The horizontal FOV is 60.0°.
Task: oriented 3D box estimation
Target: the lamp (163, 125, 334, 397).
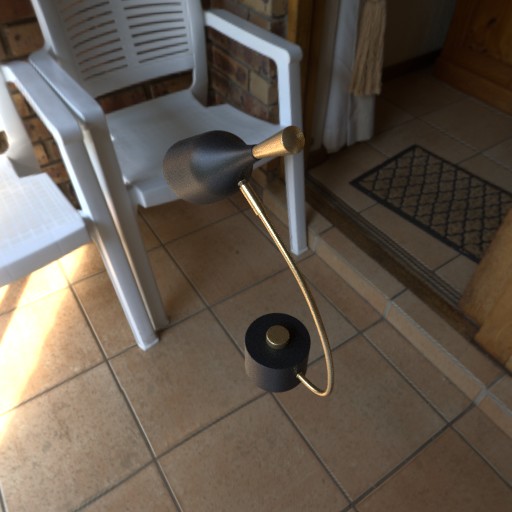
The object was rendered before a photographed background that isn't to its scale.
[{"bbox_3d":[0.000,0.000,0.640,0.110,0.464,0.352,-31,54,-26],"label":"lamp"}]
